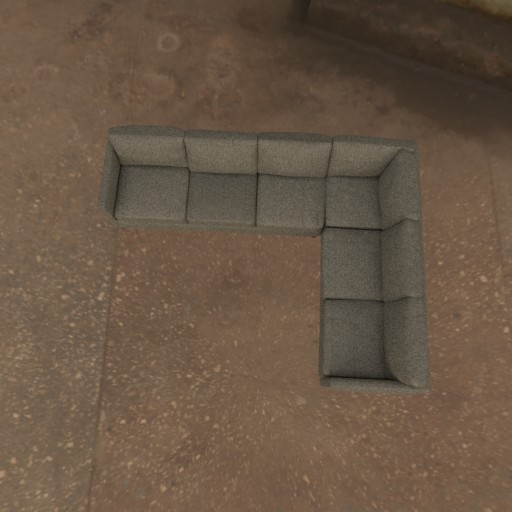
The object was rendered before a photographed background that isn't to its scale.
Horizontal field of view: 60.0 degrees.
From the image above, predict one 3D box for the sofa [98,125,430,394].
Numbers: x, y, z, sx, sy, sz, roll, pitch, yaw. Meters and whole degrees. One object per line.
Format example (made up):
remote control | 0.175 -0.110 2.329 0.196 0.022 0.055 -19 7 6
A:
sofa | 0.000 0.000 4.577 3.302 0.947 2.593 3 75 1
